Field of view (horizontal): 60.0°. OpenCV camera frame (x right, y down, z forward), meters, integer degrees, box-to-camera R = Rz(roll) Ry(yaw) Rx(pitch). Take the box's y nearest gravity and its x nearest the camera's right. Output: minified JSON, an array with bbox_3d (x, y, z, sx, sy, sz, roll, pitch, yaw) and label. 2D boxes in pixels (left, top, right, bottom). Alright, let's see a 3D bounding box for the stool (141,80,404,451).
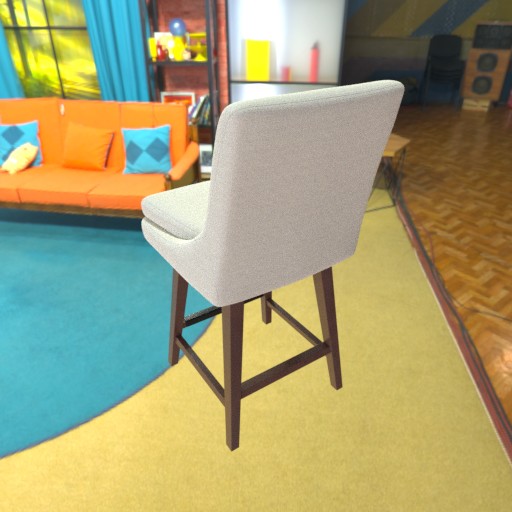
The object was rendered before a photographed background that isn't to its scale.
[{"bbox_3d":[0.000,0.000,1.278,0.483,0.991,0.559,-19,36,-29],"label":"stool"}]
